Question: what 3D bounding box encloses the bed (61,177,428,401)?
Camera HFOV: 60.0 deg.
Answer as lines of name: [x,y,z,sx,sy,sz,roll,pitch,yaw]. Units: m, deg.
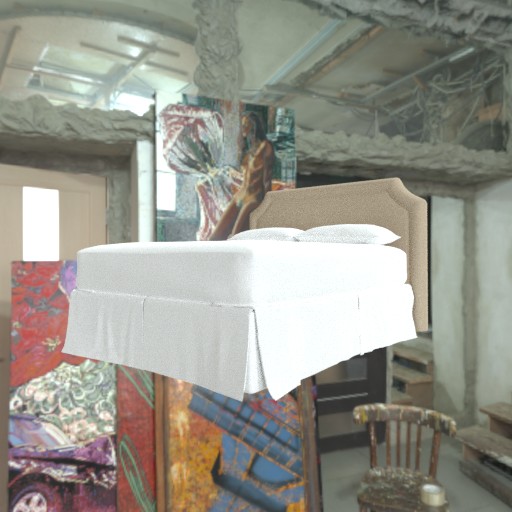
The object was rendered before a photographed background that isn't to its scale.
bed: [0.000,0.000,3.315,1.828,1.301,2.204,0,0,39]
